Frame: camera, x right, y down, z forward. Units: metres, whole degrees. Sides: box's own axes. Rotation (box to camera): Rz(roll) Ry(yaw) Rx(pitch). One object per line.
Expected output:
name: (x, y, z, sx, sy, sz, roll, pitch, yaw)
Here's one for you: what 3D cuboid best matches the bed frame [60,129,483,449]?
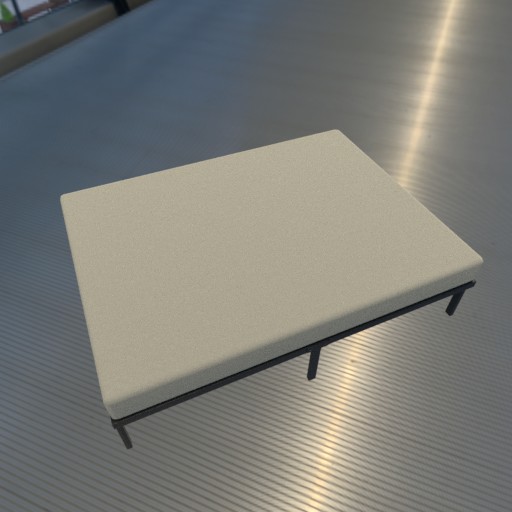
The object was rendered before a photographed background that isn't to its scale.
bed frame: (0.000, 0.000, 3.553, 2.635, 0.680, 1.990, -17, 48, -17)
